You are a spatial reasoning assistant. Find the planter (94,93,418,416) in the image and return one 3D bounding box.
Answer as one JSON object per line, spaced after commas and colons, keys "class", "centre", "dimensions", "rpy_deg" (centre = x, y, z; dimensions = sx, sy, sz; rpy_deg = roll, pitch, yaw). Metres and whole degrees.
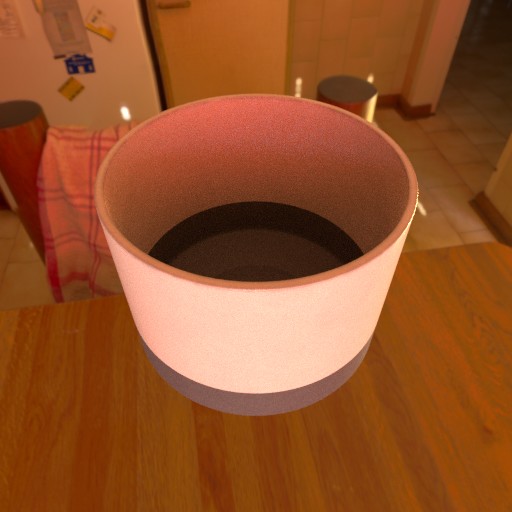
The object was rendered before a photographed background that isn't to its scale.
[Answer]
{"class": "planter", "centre": [0.000, 0.000, 0.219], "dimensions": [0.128, 0.105, 0.128], "rpy_deg": [0, 46, 0]}
